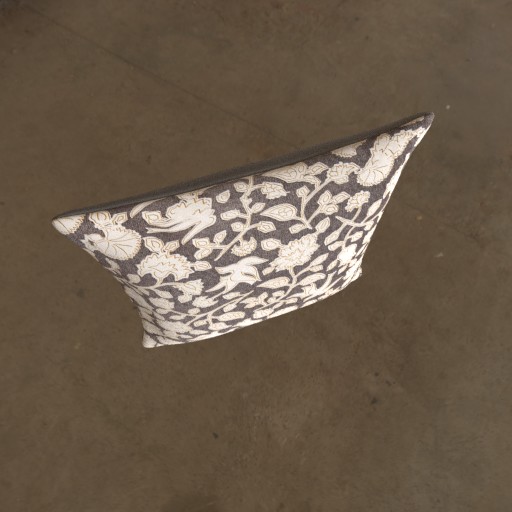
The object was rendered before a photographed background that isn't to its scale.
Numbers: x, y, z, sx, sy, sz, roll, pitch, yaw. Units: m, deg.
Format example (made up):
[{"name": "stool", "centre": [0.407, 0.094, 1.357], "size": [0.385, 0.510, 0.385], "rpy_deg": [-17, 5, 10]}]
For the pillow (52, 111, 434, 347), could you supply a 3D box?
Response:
[{"name": "pillow", "centre": [0.000, 0.000, 0.793], "size": [0.526, 0.507, 0.166], "rpy_deg": [-17, 64, -9]}]
